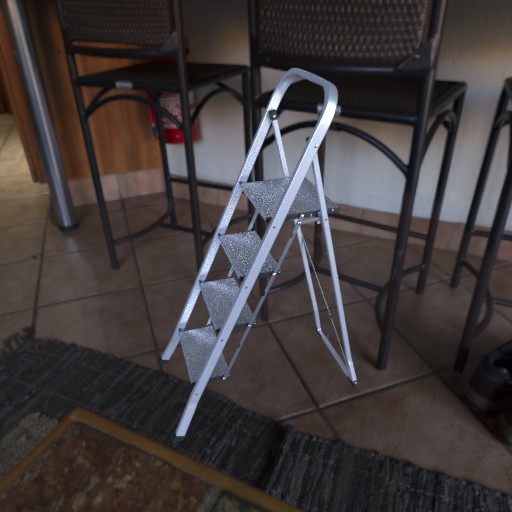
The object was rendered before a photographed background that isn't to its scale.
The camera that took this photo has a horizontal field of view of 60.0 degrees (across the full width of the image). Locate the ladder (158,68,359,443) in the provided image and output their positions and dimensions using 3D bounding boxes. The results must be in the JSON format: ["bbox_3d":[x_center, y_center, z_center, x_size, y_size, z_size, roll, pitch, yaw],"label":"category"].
[{"bbox_3d":[0.000,0.000,1.687,0.830,1.290,0.465,-9,33,-15],"label":"ladder"}]
